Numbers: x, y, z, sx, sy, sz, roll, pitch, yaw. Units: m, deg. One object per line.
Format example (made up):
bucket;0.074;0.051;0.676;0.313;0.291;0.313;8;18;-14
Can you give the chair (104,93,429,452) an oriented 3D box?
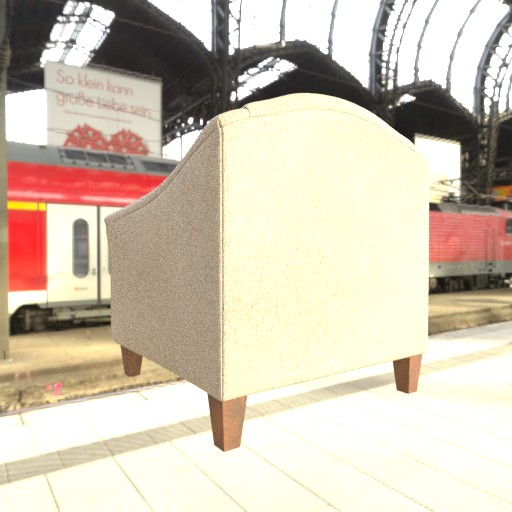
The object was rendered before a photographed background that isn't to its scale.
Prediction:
chair;0.000;0.000;1.446;0.763;0.839;0.787;-1;1;-36
